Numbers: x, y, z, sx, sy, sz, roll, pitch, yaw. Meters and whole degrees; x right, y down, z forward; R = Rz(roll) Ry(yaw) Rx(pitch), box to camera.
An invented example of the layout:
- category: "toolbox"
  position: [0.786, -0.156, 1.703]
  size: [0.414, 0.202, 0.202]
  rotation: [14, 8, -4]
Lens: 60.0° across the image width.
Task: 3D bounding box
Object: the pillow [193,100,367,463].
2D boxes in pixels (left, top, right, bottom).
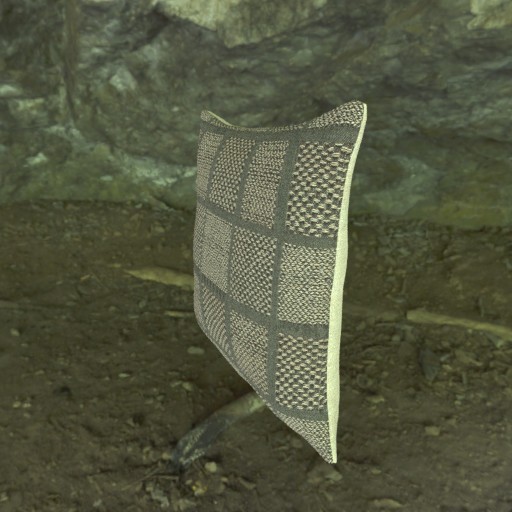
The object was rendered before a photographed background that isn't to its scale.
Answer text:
- category: "pillow"
  position: [0.000, 0.000, 0.674]
  size: [0.138, 0.432, 0.435]
  rotation: [-9, 19, -26]
